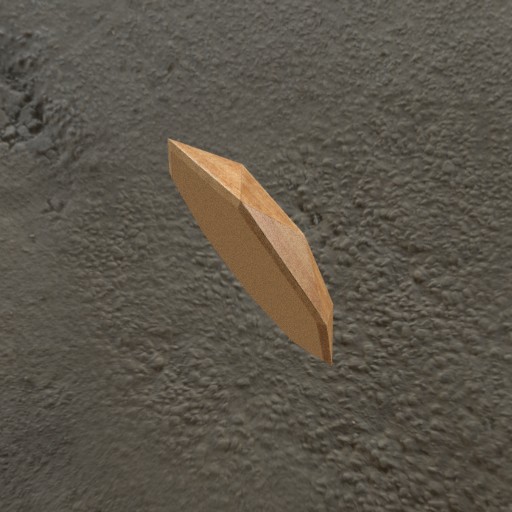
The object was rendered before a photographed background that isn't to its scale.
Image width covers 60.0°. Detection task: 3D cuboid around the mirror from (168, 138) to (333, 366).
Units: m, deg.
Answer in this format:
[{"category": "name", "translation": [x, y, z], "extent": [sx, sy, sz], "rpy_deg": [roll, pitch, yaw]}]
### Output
[{"category": "mirror", "translation": [0.000, 0.000, 1.000], "extent": [0.070, 0.774, 0.577], "rpy_deg": [-38, 79, -9]}]
